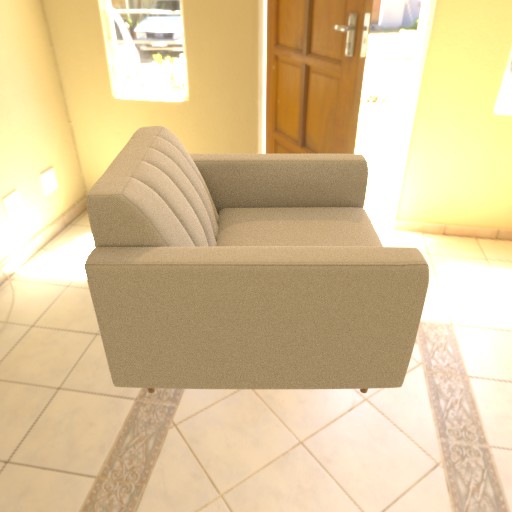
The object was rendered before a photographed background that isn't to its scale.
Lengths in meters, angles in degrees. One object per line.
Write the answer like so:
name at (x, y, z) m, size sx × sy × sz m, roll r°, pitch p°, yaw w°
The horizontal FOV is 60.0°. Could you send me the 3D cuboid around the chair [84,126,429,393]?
chair at (0.000, 0.000, 1.710) m, size 0.998 × 0.819 × 0.953 m, roll 0°, pitch 32°, yaw 0°
